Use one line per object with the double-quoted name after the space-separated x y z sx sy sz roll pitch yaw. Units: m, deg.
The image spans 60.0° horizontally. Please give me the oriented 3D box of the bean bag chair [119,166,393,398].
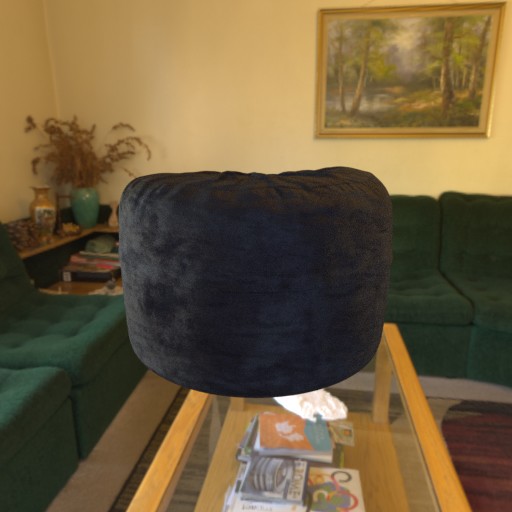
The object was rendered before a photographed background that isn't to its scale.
0.000 0.000 1.556 0.918 0.616 0.918 0 15 0 "bean bag chair"
